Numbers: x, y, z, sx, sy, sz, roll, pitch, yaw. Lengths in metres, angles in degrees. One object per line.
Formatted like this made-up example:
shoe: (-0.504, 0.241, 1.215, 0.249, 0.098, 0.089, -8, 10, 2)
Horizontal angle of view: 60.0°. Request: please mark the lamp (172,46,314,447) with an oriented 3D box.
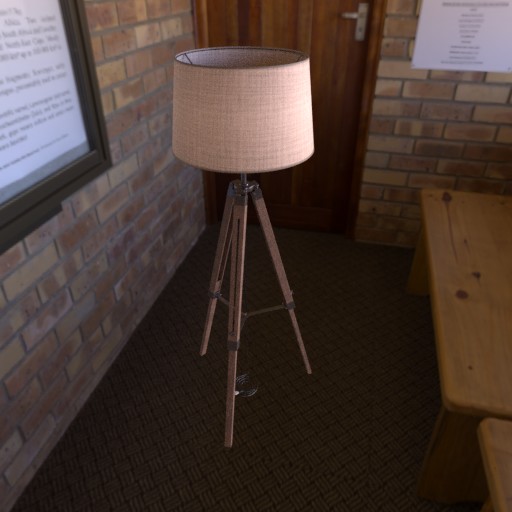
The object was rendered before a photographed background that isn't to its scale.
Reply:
lamp: (0.000, 0.000, 1.809, 0.587, 1.510, 0.604, -10, 34, -15)
